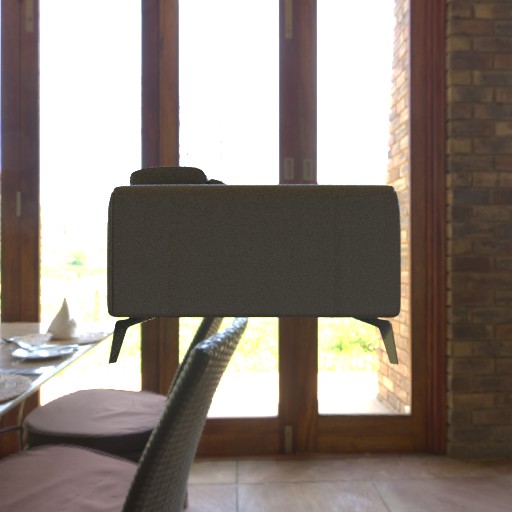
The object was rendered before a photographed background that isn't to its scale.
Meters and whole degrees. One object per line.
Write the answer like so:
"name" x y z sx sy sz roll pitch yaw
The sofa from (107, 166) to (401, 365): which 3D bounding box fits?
"sofa" 0.000 0.000 2.446 1.024 0.753 1.930 0 -1 0
